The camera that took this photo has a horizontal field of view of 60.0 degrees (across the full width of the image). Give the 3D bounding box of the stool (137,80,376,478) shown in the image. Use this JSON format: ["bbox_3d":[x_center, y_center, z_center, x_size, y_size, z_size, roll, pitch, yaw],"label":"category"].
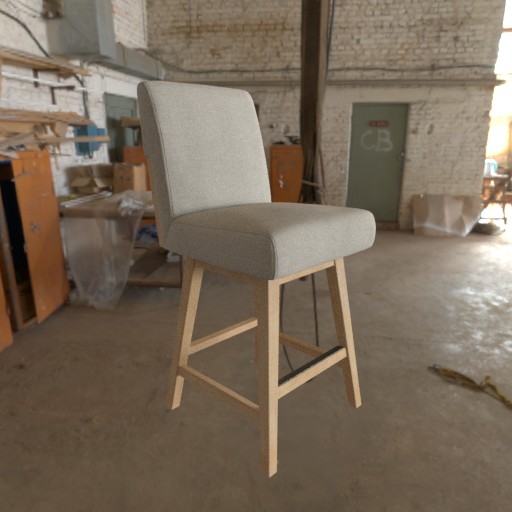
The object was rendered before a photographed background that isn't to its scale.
[{"bbox_3d":[0.000,0.000,1.444,0.606,1.085,0.507,14,21,42],"label":"stool"}]
